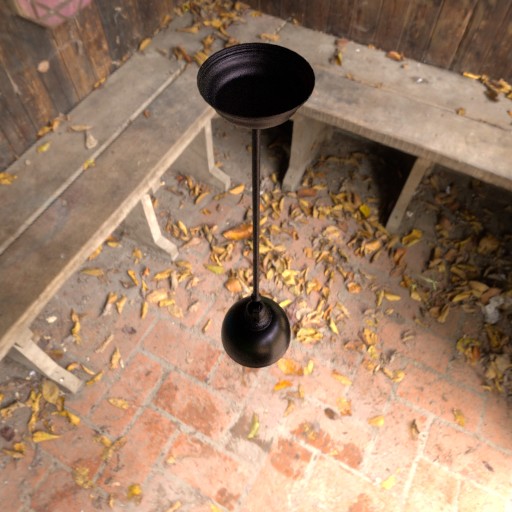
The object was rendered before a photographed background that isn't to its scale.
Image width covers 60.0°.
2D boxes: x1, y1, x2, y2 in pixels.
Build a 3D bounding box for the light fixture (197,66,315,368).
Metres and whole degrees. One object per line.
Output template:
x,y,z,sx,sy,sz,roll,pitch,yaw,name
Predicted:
0.000,0.000,0.833,0.182,0.768,0.182,0,58,0,light fixture
